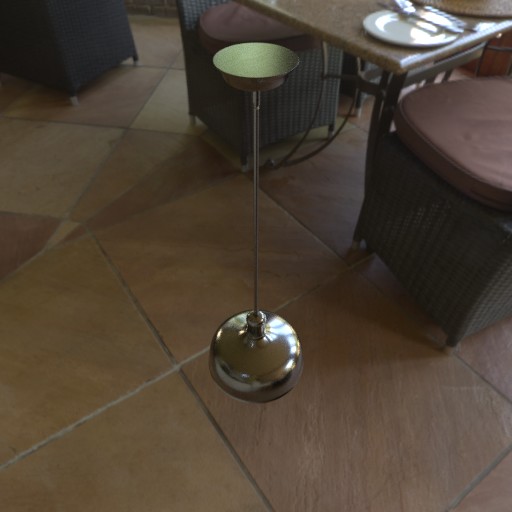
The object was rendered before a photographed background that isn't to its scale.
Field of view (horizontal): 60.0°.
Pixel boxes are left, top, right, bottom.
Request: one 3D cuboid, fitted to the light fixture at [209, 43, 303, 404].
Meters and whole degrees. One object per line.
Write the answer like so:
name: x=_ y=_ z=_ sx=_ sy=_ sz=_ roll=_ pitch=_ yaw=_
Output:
light fixture: x=0.000 y=0.000 z=1.070 sx=0.299 sy=0.935 sz=0.299 roll=-24 pitch=50 yaw=-22
